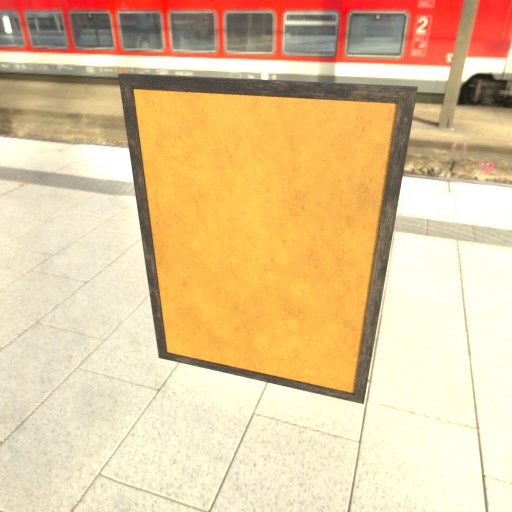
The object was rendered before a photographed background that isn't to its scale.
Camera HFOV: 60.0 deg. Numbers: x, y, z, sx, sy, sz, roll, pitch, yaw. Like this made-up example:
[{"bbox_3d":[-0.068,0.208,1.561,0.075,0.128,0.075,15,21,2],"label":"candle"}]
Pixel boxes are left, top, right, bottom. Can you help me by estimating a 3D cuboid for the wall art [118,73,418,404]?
[{"bbox_3d":[0.000,0.000,1.431,0.812,1.066,0.029,9,31,15],"label":"wall art"}]
